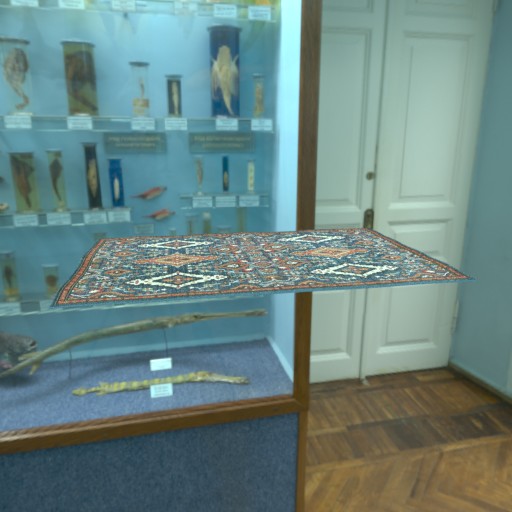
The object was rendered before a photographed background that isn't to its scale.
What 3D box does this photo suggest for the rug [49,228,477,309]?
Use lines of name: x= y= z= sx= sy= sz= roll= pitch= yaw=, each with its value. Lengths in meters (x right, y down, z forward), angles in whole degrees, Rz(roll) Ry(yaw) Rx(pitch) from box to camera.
rug: x=0.000 y=0.000 z=2.412 sx=1.847 sy=0.014 sz=1.195 roll=-3 pitch=15 yaw=-10
